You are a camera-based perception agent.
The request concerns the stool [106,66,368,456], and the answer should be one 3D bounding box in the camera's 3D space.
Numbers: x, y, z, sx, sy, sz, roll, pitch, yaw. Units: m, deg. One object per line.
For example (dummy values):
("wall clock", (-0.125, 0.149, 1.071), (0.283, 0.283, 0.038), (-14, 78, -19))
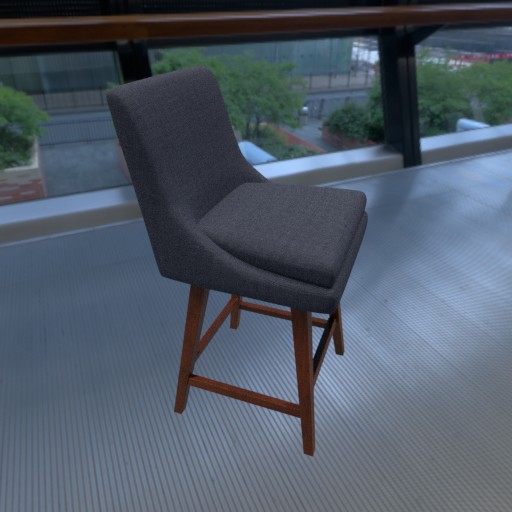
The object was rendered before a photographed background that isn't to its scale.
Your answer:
("stool", (0.000, 0.000, 1.195), (0.524, 0.895, 0.467), (11, 32, 18))
